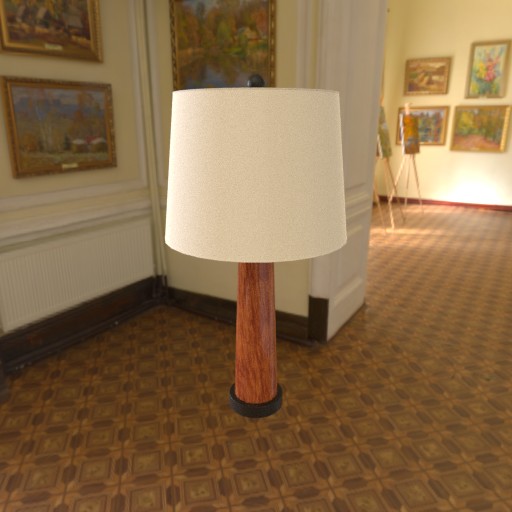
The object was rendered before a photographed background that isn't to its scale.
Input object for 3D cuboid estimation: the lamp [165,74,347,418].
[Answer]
[{"bbox_3d":[0.000,0.000,0.875,0.349,0.667,0.349,0,17,0],"label":"lamp"}]
